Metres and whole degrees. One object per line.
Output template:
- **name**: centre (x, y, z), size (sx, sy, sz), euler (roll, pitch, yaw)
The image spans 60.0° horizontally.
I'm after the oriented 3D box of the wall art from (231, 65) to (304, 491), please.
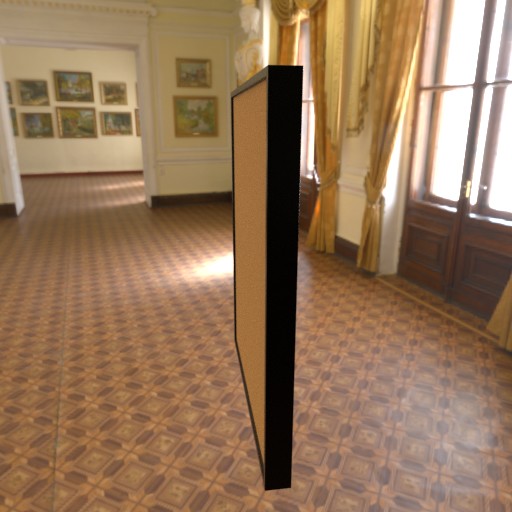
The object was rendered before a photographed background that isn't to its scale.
- **wall art**: centre (0.000, 0.000, 0.759), size (0.039, 0.553, 0.451), euler (-2, 17, -8)
